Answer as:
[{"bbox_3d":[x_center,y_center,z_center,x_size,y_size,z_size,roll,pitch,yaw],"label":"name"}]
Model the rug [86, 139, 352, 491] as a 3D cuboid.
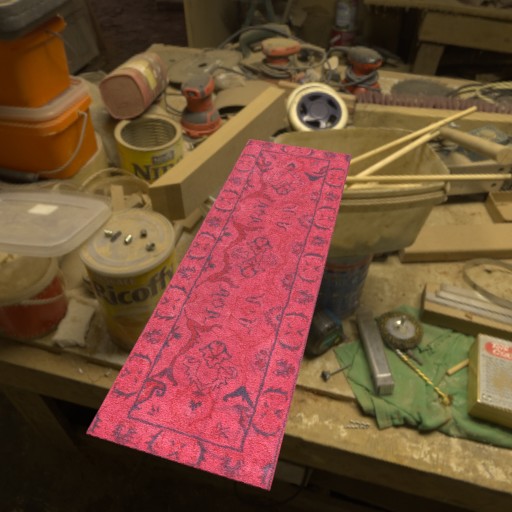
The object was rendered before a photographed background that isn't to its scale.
[{"bbox_3d":[0.000,0.000,2.627,0.813,0.018,2.439,12,47,11],"label":"rug"}]
